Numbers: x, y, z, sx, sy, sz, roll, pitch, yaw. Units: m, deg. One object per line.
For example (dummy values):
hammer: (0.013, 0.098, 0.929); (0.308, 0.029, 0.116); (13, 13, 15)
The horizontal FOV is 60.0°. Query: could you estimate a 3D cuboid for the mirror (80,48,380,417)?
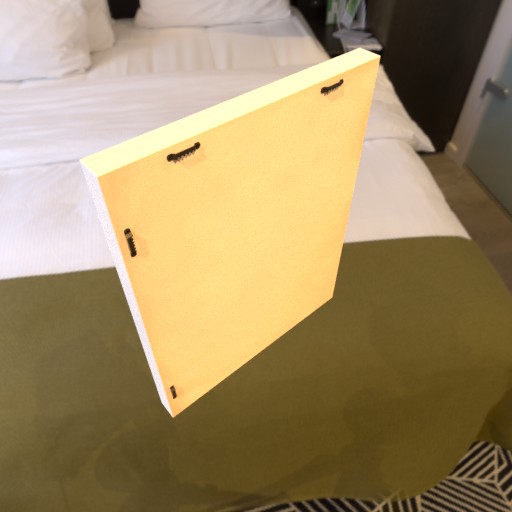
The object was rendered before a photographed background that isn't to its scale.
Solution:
mirror: (0.000, 0.000, 0.683); (0.406, 0.509, 0.041); (-32, 54, -27)
